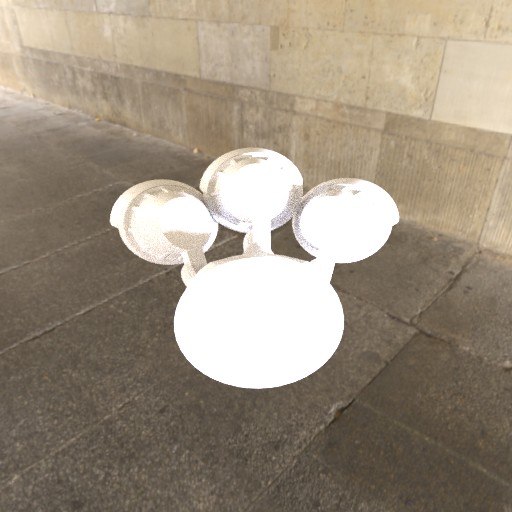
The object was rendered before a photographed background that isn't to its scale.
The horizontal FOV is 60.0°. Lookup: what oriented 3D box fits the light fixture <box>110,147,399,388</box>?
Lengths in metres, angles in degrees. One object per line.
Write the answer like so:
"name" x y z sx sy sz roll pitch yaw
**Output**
"light fixture" 0.000 0.000 0.541 0.369 0.237 0.278 -1 32 -1
